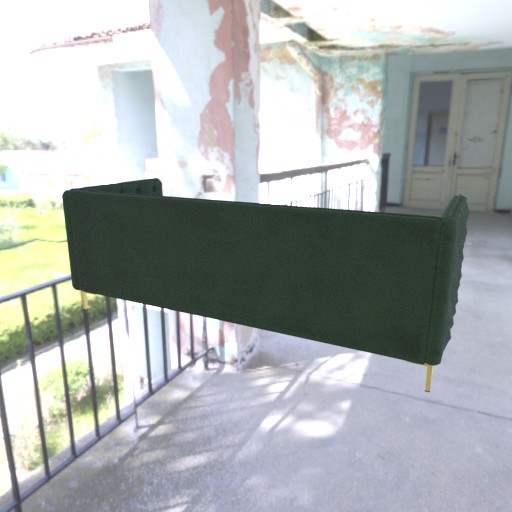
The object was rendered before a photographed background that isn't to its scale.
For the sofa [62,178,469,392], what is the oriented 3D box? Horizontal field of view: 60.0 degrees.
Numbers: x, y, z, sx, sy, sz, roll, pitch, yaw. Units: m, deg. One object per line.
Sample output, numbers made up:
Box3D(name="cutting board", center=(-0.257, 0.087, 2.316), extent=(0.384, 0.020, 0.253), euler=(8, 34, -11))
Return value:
Box3D(name="sofa", center=(0.000, 0.000, 2.628), extent=(2.209, 0.771, 0.895), euler=(8, 17, 26))
